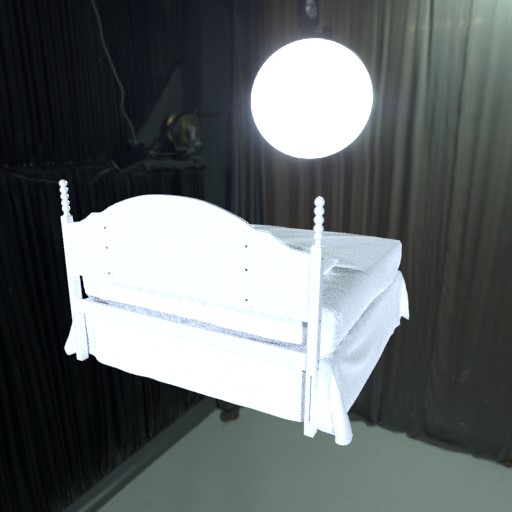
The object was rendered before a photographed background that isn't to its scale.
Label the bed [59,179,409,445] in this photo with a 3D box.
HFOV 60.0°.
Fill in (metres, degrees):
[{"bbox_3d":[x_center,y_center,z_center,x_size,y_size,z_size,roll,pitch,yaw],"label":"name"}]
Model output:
[{"bbox_3d":[0.000,0.000,3.694,2.322,1.355,2.219,8,17,27],"label":"bed"}]
